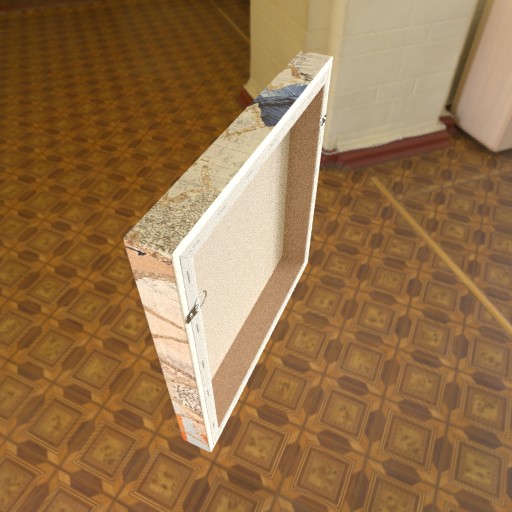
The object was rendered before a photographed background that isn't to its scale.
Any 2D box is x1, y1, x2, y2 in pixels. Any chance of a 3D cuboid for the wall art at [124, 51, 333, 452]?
[{"bbox_3d":[0.000,0.000,0.460,0.036,0.304,0.303,18,49,17],"label":"wall art"}]
